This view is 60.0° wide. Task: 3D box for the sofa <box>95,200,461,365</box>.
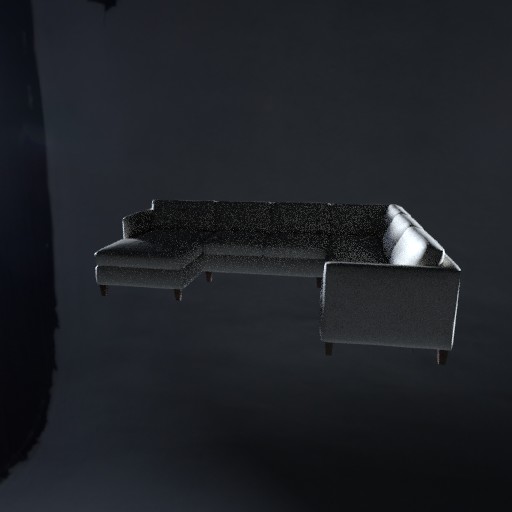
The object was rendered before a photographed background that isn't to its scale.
[{"bbox_3d":[0.000,0.000,4.437,3.238,0.853,2.551,3,14,10],"label":"sofa"}]
